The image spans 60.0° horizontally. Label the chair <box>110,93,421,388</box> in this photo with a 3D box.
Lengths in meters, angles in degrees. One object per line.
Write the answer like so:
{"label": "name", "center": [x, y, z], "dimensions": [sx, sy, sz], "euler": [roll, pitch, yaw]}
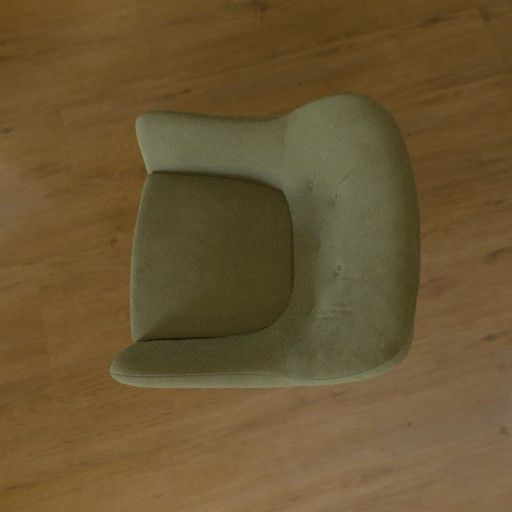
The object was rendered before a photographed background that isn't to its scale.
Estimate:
{"label": "chair", "center": [0.000, 0.000, 1.468], "dimensions": [0.819, 0.804, 0.840], "euler": [1, 75, 0]}
